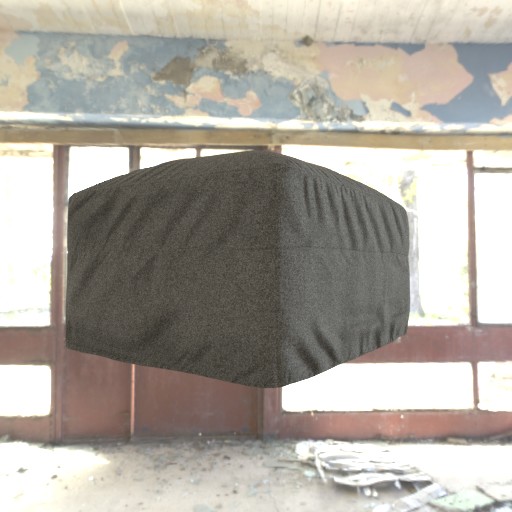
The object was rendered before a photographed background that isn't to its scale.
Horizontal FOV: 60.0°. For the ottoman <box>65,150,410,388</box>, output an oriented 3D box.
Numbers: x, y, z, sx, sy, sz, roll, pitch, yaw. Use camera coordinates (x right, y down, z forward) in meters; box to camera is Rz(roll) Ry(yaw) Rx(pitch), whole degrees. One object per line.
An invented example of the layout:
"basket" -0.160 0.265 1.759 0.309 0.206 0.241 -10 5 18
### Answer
"ottoman" 0.000 0.000 1.264 0.683 0.481 0.837 -1 -2 35
